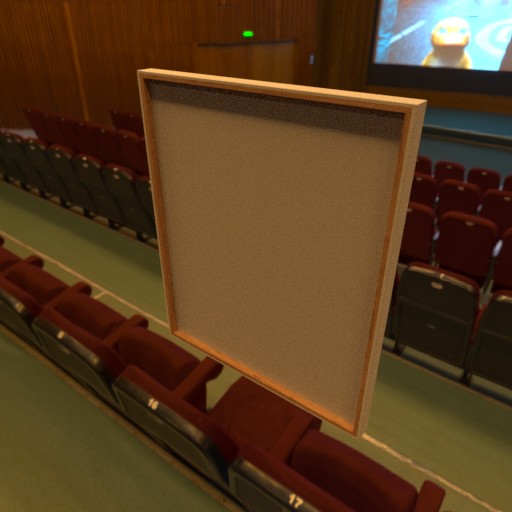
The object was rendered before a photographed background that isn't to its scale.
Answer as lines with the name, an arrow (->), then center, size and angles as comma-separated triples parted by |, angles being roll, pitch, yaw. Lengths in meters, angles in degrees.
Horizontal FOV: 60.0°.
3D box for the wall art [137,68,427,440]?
wall art -> 0.000, 0.000, 0.823 | 0.508, 0.606, 0.037 | 20, 36, 31
